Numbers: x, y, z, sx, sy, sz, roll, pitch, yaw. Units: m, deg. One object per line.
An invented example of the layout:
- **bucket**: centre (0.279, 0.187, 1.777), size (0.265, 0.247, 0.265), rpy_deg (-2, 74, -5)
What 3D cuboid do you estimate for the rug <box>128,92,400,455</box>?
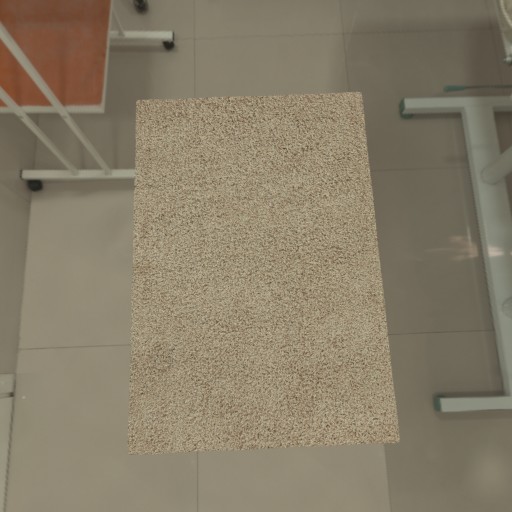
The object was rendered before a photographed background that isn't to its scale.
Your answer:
- **rug**: centre (0.000, 0.000, 2.193), size (1.219, 0.030, 1.778), rpy_deg (-2, 76, -1)
